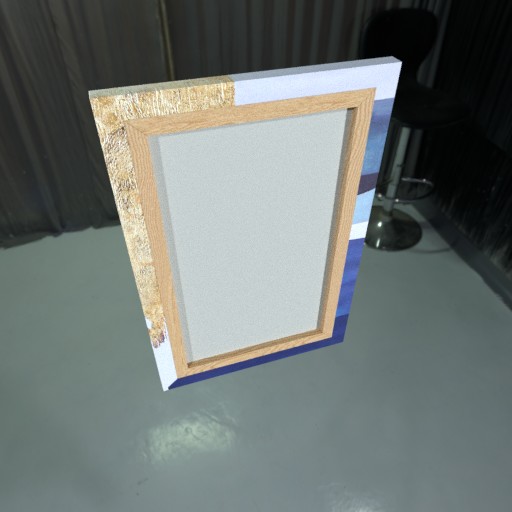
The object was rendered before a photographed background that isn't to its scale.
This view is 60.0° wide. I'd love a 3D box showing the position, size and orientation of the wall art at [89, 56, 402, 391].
[{"bbox_3d":[0.000,0.000,1.139,0.607,0.911,0.039,-12,43,-13],"label":"wall art"}]
